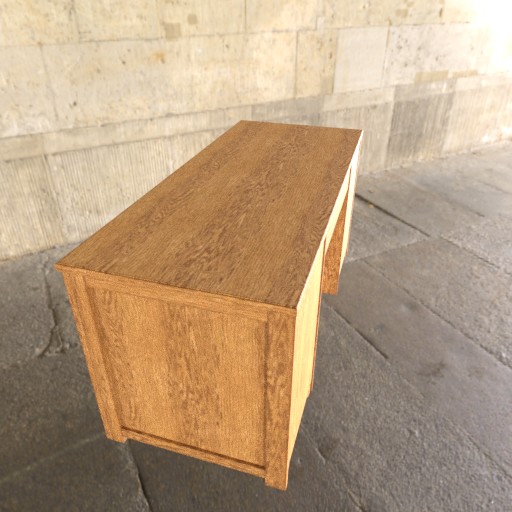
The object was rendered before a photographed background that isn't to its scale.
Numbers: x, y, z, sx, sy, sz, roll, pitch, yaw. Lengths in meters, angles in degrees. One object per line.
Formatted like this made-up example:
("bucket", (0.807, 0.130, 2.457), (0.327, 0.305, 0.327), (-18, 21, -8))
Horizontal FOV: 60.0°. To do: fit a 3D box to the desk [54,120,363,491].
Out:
("desk", (0.000, 0.000, 1.953), (0.685, 0.751, 1.567), (9, 33, 15))
